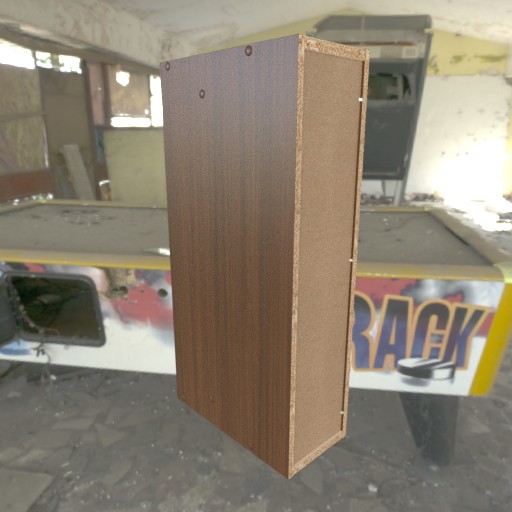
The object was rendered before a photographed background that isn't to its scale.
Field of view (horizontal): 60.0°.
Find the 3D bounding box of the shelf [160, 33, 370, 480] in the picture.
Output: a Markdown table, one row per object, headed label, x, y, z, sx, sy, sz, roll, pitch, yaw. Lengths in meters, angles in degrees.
| label | x | y | z | sx | sy | sz | roll | pitch | yaw |
| --- | --- | --- | --- | --- | --- | --- | --- | --- | --- |
| shelf | 0.000 | 0.000 | 0.723 | 0.147 | 0.600 | 0.290 | -14 | 21 | -42 |
